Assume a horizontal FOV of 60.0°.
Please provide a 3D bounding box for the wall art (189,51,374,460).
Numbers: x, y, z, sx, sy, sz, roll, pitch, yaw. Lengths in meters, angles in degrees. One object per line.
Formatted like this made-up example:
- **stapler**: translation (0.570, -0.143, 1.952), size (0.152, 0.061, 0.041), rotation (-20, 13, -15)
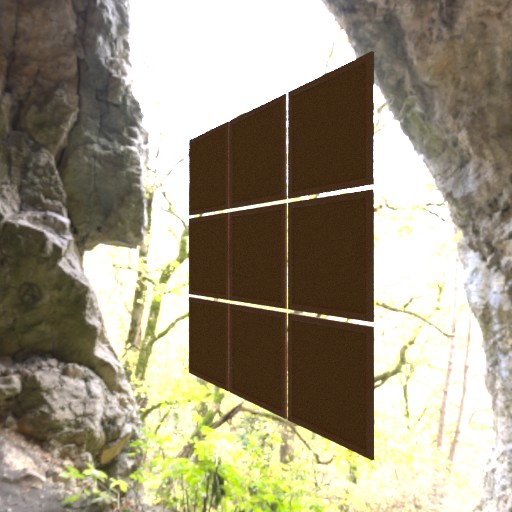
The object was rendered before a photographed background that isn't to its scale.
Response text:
- **wall art**: translation (0.000, 0.000, 2.270), size (0.013, 1.519, 1.521), rotation (0, 0, -35)
